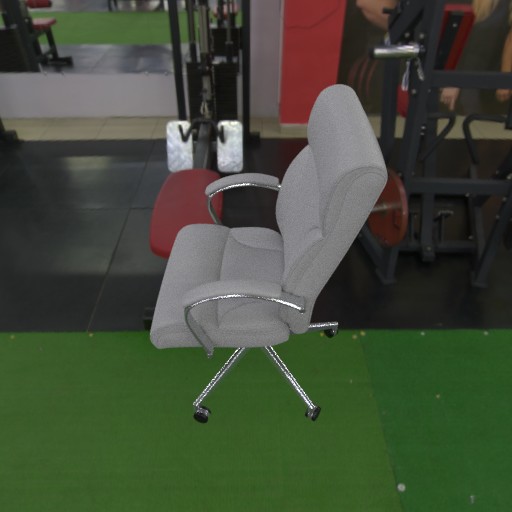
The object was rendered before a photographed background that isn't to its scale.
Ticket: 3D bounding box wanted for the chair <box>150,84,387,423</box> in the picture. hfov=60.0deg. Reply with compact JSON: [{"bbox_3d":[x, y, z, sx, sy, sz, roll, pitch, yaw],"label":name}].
[{"bbox_3d":[0.000,0.000,1.624,0.745,1.099,0.727,1,40,1],"label":"chair"}]
